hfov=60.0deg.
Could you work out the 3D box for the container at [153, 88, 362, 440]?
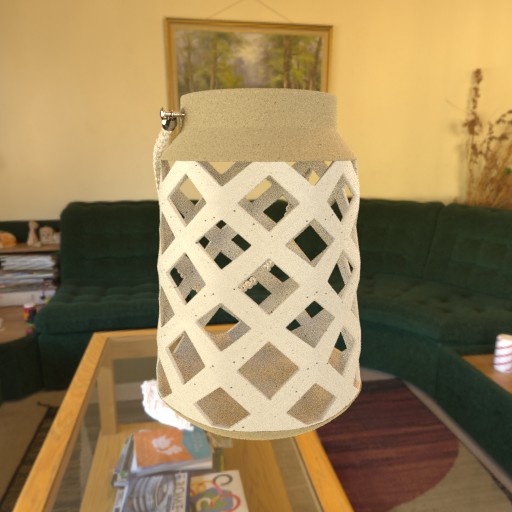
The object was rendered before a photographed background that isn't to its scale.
[{"bbox_3d":[0.000,0.000,0.341,0.163,0.229,0.172,-7,15,-26],"label":"container"}]
